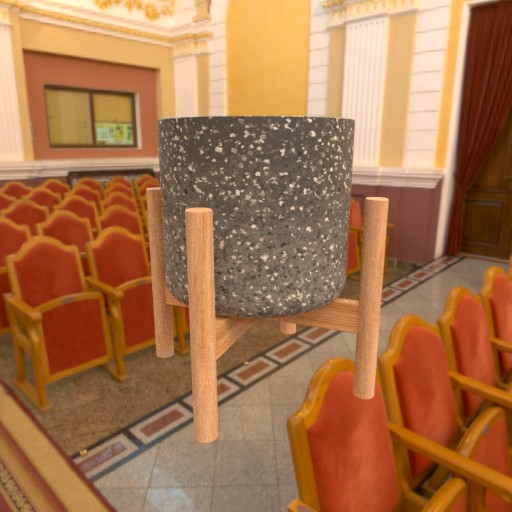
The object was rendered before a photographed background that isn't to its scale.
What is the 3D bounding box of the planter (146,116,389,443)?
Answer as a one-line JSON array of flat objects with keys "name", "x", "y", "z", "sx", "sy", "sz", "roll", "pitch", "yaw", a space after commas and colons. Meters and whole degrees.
[{"name": "planter", "x": 0.000, "y": 0.000, "z": 0.549, "sx": 0.284, "sy": 0.320, "sz": 0.284, "roll": 14, "pitch": 20, "yaw": 42}]
